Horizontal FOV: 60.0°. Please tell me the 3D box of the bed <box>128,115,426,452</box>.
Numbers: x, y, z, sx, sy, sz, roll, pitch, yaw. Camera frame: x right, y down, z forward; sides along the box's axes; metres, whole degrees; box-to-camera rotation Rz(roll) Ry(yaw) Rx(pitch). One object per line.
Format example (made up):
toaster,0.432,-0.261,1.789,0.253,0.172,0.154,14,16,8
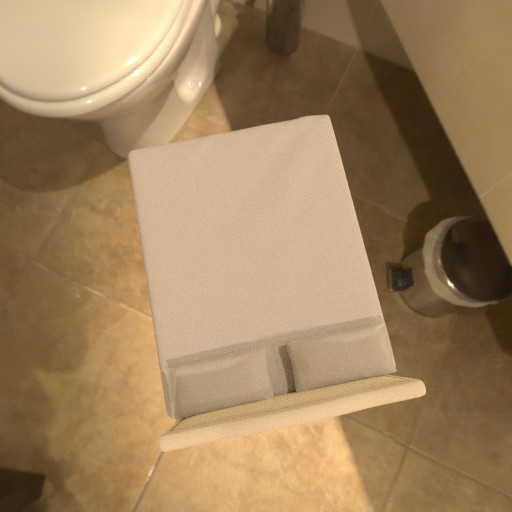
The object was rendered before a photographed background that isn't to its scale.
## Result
bed,0.000,0.000,3.631,1.977,1.437,2.477,-11,77,-3
